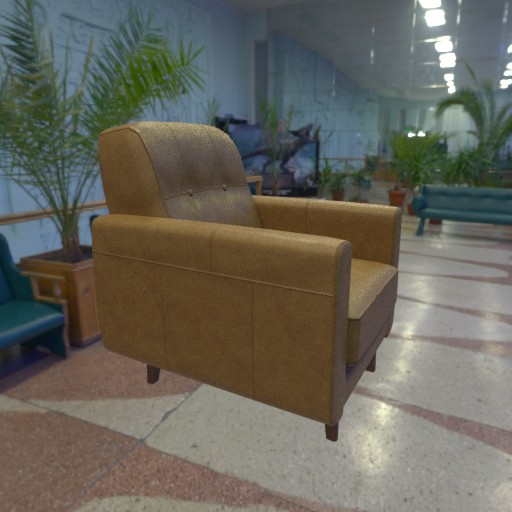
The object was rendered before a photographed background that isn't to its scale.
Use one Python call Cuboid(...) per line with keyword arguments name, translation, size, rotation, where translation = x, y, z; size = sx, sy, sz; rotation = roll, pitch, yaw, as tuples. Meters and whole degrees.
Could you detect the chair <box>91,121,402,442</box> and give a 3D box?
Cuboid(name="chair", translation=(0.000, 0.000, 1.653), size=(0.942, 0.968, 0.845), rotation=(7, 16, 27))
